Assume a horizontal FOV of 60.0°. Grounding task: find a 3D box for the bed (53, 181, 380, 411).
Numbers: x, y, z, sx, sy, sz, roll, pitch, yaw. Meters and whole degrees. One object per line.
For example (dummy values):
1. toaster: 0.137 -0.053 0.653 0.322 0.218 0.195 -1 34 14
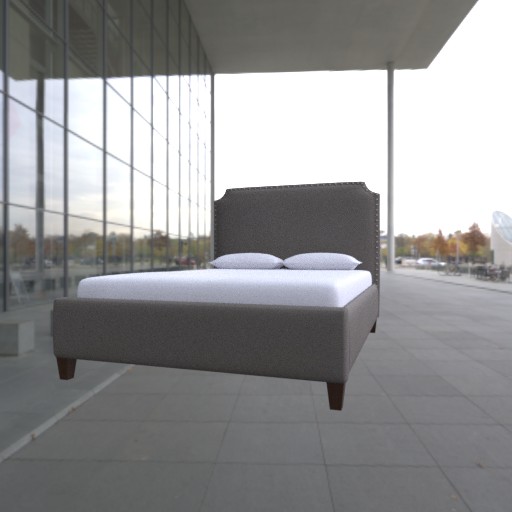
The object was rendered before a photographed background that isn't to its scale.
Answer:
1. bed: 0.000 0.000 3.405 1.712 1.443 2.372 0 0 19
